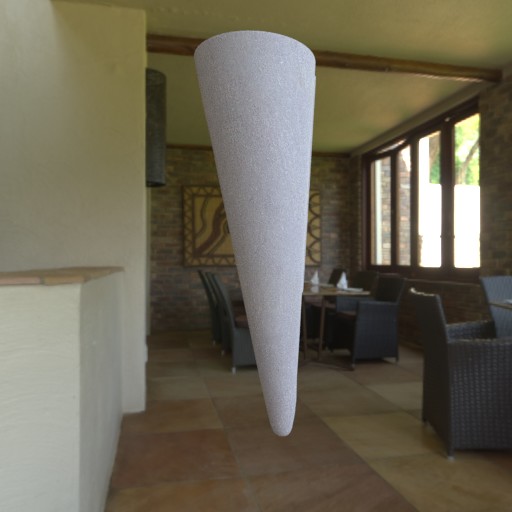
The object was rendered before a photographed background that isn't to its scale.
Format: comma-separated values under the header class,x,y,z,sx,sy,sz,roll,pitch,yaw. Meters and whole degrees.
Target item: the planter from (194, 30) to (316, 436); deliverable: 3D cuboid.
class,x,y,z,sx,sy,sz,roll,pitch,yaw
planter,0.000,0.000,0.295,0.078,0.259,0.087,0,-1,36
